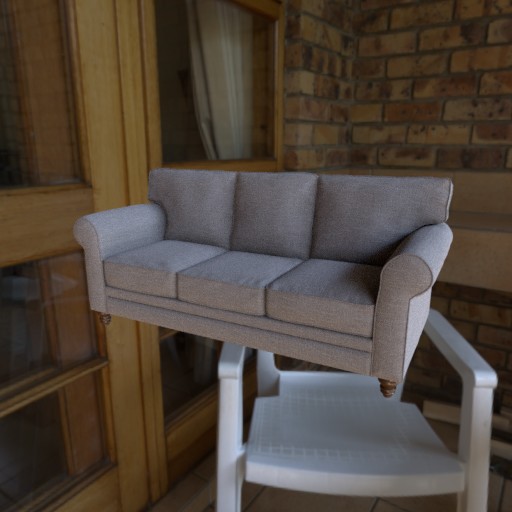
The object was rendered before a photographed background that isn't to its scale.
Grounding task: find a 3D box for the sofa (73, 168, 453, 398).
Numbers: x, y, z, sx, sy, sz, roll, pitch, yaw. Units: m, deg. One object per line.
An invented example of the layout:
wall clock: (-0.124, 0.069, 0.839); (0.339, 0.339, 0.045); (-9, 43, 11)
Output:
sofa: (0.000, 0.000, 2.636); (2.084, 0.961, 0.916); (7, 16, 27)
